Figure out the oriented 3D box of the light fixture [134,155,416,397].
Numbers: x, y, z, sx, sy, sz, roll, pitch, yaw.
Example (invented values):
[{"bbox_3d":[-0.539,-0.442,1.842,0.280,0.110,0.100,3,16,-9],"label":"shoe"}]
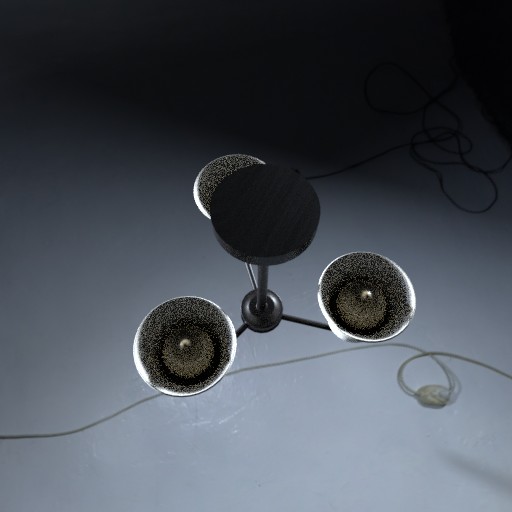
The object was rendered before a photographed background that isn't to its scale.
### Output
[{"bbox_3d":[0.000,0.000,0.662,0.388,0.370,0.354,-14,64,-7],"label":"light fixture"}]
